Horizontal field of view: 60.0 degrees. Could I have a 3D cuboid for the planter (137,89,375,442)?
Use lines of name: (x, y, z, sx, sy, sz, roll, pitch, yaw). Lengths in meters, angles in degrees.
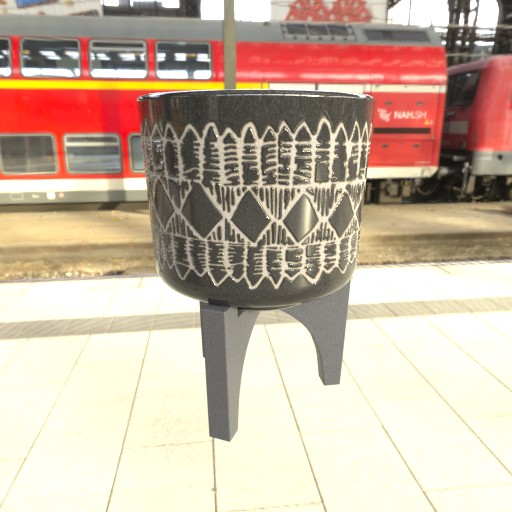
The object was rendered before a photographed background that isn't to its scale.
planter: (0.000, 0.000, 0.529, 0.251, 0.355, 0.251, -2, 16, -9)
